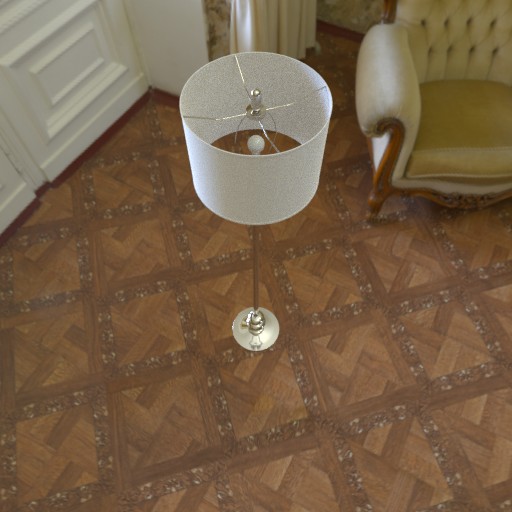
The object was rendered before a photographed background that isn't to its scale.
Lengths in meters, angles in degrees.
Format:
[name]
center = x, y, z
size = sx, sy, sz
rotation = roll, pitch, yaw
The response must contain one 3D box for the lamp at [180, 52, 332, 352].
[lamp]
center = 0.000, 0.000, 1.653
size = 0.356, 1.487, 0.356
rotation = -15, 60, -9
